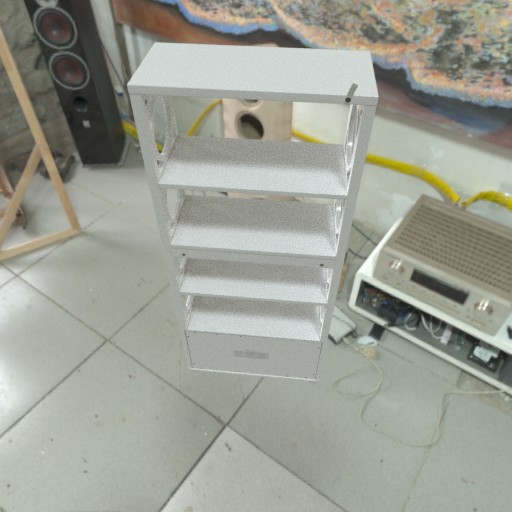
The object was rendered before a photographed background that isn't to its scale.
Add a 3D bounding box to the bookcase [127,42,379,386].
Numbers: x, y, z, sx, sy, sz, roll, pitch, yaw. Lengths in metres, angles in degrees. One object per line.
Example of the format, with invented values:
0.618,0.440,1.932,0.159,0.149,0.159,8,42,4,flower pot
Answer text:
0.000,0.000,2.089,0.761,1.869,0.361,4,46,4,bookcase
